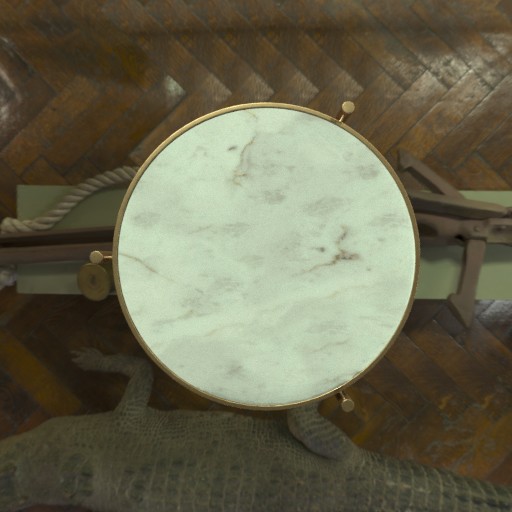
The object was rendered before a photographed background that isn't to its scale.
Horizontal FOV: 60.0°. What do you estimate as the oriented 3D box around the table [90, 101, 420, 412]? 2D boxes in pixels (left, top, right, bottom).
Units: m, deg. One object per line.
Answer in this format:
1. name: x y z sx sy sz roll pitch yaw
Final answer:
1. table: 0.000 0.000 0.849 0.456 0.493 0.430 0 90 -1
